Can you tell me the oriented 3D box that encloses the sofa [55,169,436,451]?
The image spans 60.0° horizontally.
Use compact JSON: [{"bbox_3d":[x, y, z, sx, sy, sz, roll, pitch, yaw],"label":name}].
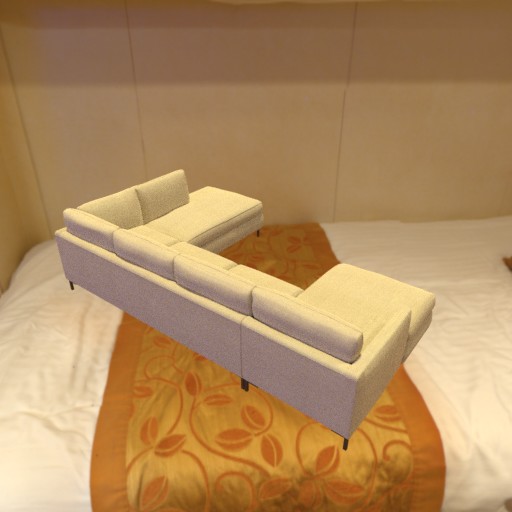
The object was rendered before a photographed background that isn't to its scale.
[{"bbox_3d":[0.000,0.000,3.599,2.737,0.756,1.879,20,35,32],"label":"sofa"}]
